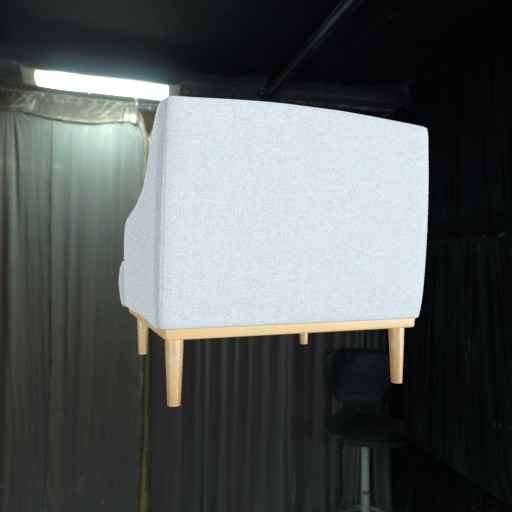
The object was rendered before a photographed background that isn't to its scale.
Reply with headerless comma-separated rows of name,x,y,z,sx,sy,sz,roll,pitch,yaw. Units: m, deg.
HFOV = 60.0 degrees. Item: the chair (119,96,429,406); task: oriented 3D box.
chair,0.000,0.000,1.647,0.946,0.818,0.951,0,-1,-19
